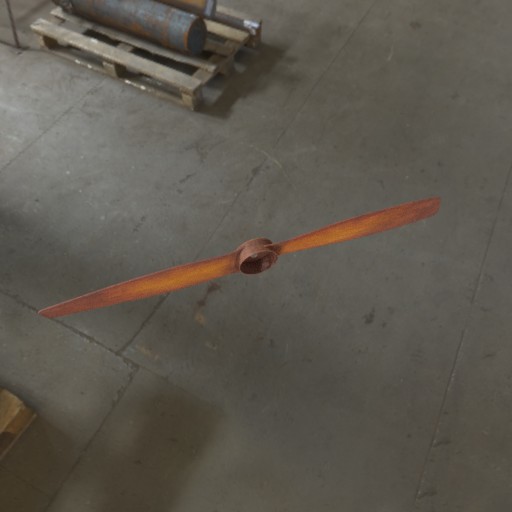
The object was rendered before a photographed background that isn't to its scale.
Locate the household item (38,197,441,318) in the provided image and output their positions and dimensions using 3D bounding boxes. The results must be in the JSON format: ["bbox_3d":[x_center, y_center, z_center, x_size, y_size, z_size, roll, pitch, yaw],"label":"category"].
[{"bbox_3d":[0.000,0.000,1.257,1.181,0.121,0.051,-15,59,-10],"label":"household item"}]
